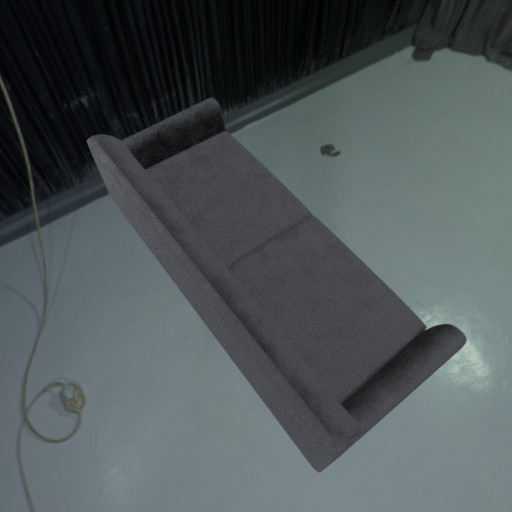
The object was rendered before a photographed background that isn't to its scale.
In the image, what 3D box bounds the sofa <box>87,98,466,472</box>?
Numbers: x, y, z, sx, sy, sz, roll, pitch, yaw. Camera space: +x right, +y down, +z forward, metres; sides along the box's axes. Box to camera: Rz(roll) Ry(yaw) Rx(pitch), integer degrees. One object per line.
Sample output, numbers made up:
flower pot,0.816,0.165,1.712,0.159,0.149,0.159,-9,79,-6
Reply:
sofa,0.000,0.000,2.602,0.900,0.740,2.190,-33,64,-18
